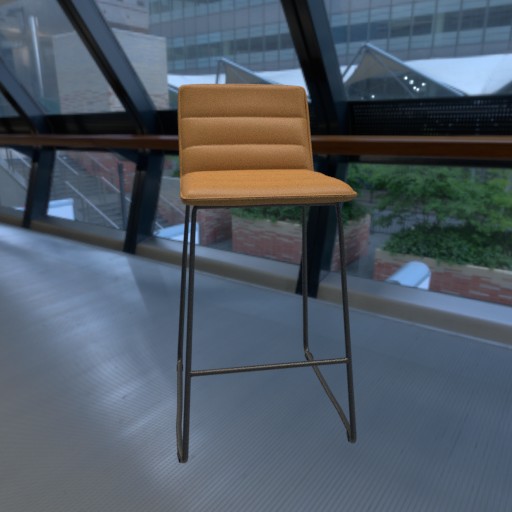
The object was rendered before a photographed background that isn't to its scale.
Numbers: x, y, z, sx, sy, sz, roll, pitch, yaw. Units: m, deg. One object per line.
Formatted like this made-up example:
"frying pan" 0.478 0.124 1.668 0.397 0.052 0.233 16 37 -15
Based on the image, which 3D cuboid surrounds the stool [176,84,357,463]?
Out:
"stool" 0.000 0.000 1.242 0.489 0.936 0.524 -3 17 -9
